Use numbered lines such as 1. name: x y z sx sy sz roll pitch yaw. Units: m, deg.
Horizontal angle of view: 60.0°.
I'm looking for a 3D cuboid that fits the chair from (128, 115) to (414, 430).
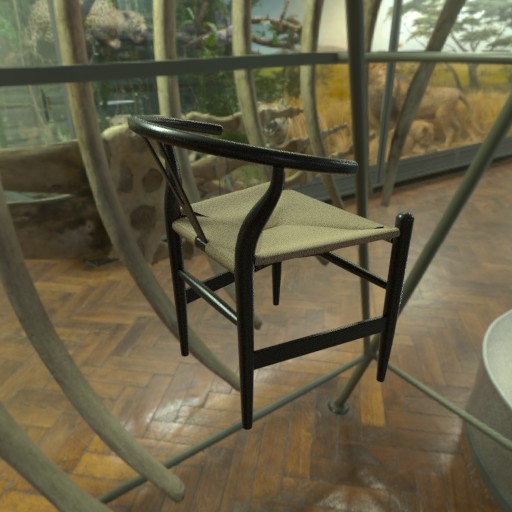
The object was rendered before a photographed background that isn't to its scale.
1. chair: 0.000 0.000 1.176 0.570 0.739 0.570 -17 30 -31
